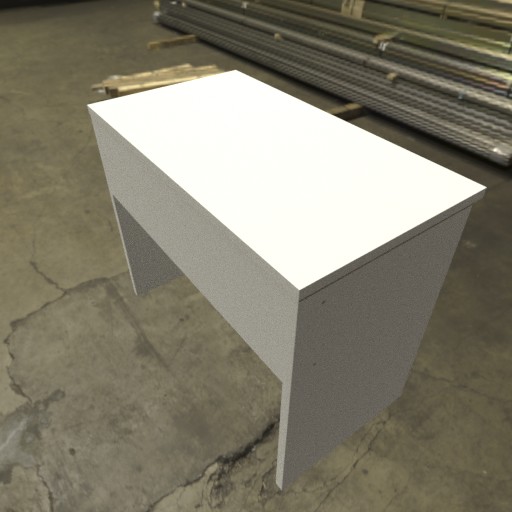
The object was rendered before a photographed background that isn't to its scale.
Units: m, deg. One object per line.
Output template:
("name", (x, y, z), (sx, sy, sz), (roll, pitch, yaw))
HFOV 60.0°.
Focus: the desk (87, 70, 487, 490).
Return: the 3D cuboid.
("desk", (0.000, 0.000, 1.296), (0.498, 0.729, 0.900), (-25, 46, -27))
